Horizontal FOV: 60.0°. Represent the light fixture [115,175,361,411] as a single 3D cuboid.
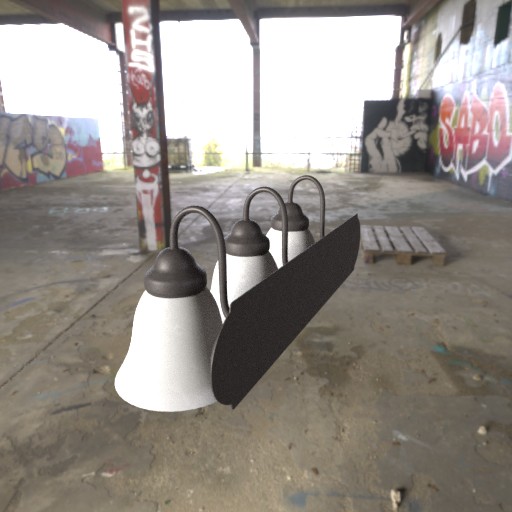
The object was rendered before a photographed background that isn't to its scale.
[{"bbox_3d":[0.000,0.000,0.707,0.199,0.222,0.610,7,18,24],"label":"light fixture"}]
